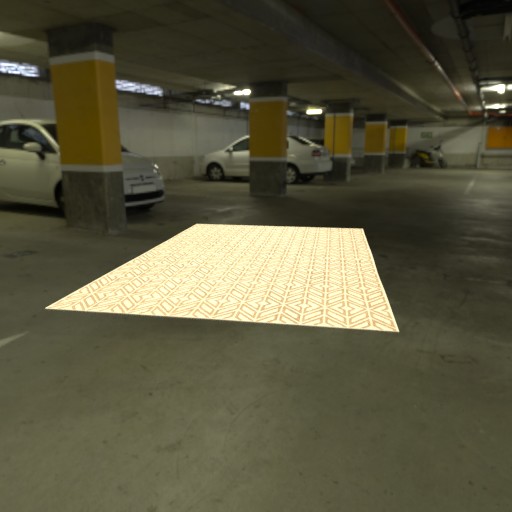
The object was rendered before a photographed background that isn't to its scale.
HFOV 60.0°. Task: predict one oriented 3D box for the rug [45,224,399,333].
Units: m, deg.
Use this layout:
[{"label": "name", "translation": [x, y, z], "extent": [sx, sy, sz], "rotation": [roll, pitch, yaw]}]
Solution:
[{"label": "rug", "translation": [0.000, 0.000, 2.356], "extent": [1.220, 0.007, 1.828], "rotation": [2, 14, 9]}]
